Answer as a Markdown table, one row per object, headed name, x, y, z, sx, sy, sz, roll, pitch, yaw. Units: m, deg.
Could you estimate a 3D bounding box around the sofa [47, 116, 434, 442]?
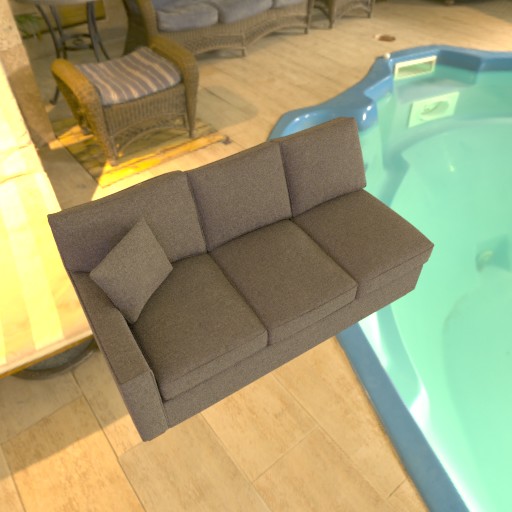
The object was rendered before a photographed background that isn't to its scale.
| name | x | y | z | sx | sy | sz | roll | pitch | yaw |
| --- | --- | --- | --- | --- | --- | --- | --- | --- | --- |
| sofa | 0.000 | 0.000 | 2.603 | 1.963 | 0.946 | 1.034 | -24 | 50 | -22 |
